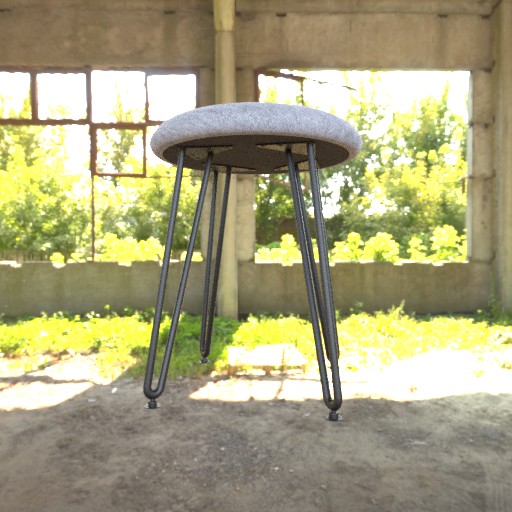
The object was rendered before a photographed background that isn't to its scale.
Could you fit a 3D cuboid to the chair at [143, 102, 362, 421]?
[{"bbox_3d":[0.000,0.000,0.663,0.350,0.386,0.350,0,1,-35],"label":"chair"}]
